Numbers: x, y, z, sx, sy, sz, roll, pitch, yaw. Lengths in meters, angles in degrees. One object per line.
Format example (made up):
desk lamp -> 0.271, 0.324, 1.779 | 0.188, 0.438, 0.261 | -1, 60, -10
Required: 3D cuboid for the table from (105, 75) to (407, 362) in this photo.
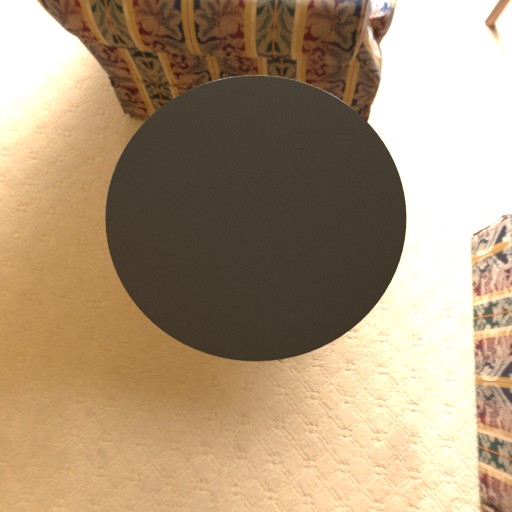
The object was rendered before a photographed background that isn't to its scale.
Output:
table -> 0.000, 0.000, 1.023 | 0.481, 0.665, 0.481 | 0, 76, 0
